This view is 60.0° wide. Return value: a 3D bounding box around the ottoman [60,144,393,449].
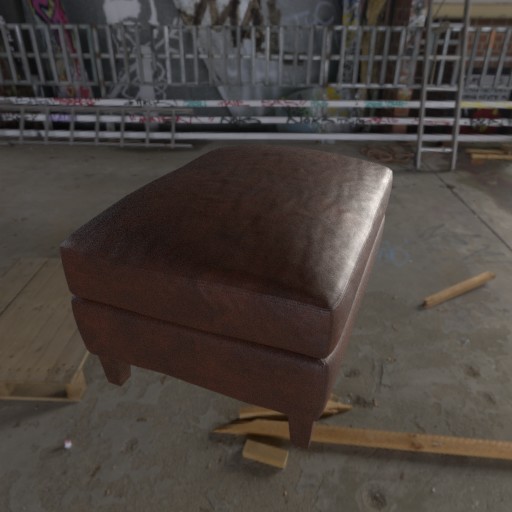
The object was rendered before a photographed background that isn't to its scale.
[{"bbox_3d":[0.000,0.000,1.306,0.659,0.527,0.887,11,31,19],"label":"ottoman"}]
